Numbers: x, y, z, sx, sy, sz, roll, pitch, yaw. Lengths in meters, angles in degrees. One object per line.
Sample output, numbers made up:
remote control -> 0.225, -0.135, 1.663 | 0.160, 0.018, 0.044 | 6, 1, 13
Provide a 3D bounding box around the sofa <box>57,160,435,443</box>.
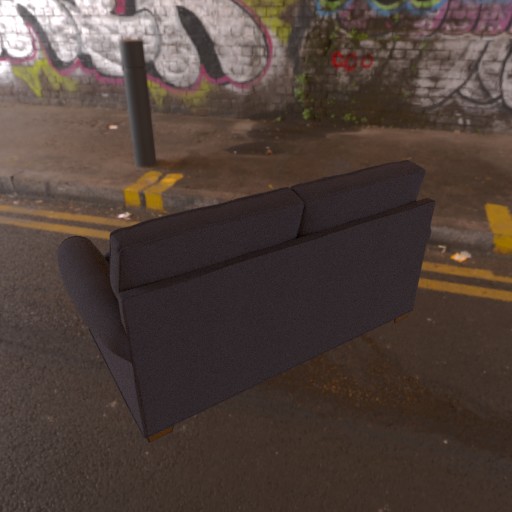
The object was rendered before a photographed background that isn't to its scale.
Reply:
sofa -> 0.000, 0.000, 2.542 | 2.009, 1.031, 0.951 | -18, 34, -28
